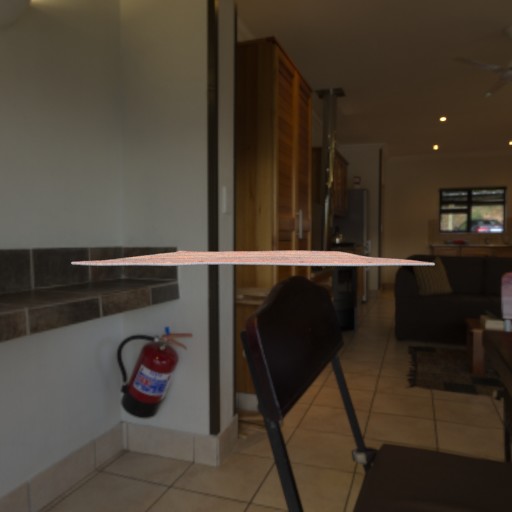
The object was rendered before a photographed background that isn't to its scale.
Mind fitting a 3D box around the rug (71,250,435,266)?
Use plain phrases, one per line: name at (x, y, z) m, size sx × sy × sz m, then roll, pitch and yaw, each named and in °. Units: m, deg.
rug at (0.000, 0.000, 3.080) m, size 1.537 × 0.029 × 2.439 m, roll 0°, pitch 2°, yaw 1°
